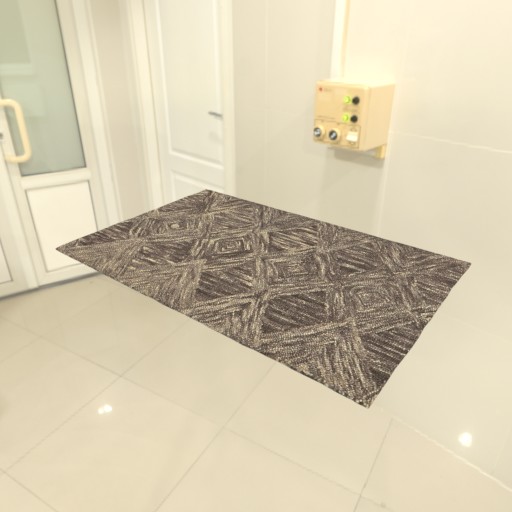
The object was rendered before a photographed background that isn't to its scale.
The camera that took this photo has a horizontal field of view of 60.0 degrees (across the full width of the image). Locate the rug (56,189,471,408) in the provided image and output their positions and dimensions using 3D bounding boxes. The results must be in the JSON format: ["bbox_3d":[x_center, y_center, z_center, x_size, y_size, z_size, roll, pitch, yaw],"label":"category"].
[{"bbox_3d":[0.000,0.000,2.292,1.814,0.012,1.186,20,34,33],"label":"rug"}]
